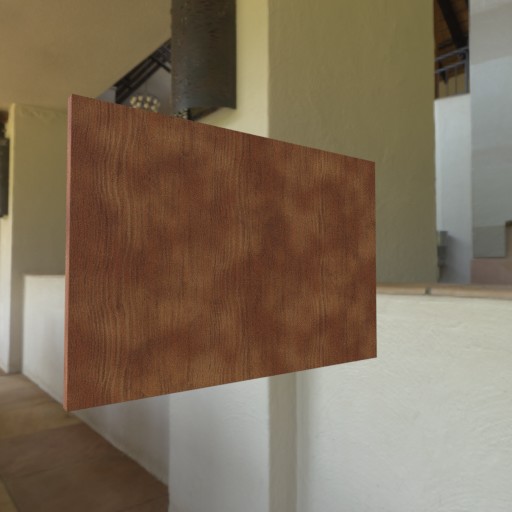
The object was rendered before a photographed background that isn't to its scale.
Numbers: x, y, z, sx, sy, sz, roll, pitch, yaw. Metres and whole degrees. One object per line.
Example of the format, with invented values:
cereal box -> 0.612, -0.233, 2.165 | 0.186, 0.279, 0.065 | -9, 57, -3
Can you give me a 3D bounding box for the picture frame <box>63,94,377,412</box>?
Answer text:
picture frame -> 0.000, 0.000, 1.182 | 0.950, 0.640, 0.029 | 2, -3, -36
